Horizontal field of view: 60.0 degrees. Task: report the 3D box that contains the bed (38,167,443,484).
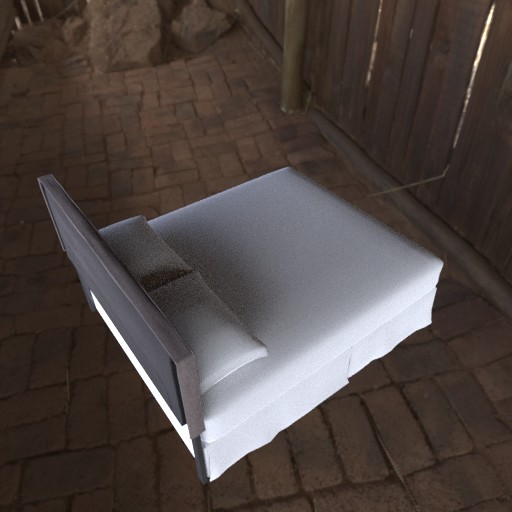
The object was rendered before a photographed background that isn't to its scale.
[{"bbox_3d":[0.000,0.000,2.781,1.894,1.089,1.610,-26,47,-27],"label":"bed"}]
